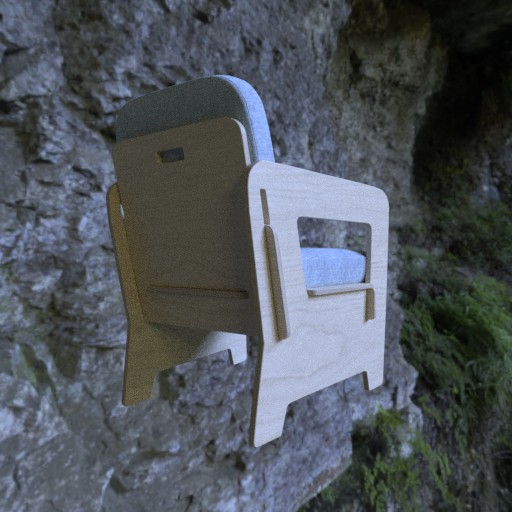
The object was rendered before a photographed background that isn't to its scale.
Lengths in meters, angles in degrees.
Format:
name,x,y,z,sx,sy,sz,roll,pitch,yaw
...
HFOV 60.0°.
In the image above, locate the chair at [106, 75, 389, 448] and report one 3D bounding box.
name,x,y,z,sx,sy,sz,roll,pitch,yaw
chair,0.000,0.000,1.298,0.590,0.800,0.710,0,1,36
